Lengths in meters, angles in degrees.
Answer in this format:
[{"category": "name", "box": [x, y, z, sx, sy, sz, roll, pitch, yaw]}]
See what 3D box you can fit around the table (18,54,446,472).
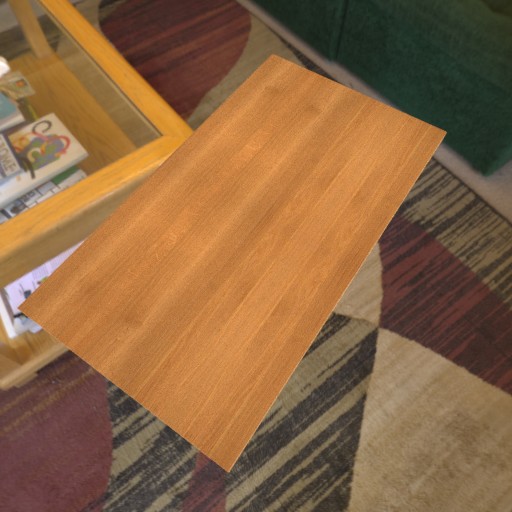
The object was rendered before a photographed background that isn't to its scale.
[{"category": "table", "box": [0.000, 0.000, 2.049, 0.900, 0.750, 1.600, 31, 66, 16]}]
